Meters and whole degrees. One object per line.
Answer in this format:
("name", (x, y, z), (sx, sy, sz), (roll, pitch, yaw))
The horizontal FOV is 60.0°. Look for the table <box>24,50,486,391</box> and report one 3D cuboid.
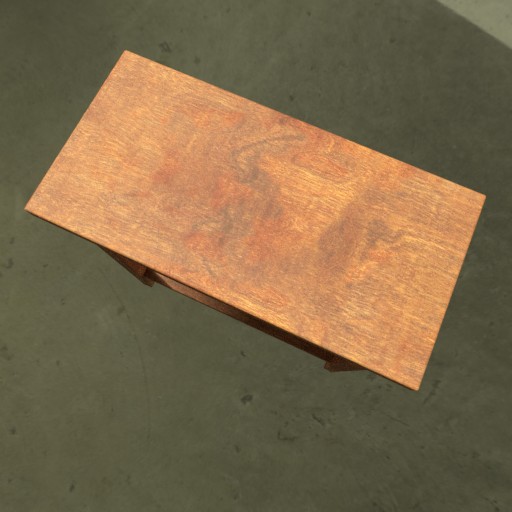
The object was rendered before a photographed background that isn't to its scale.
("table", (0.000, 0.000, 0.945), (0.610, 0.610, 0.305), (24, 76, 6))
